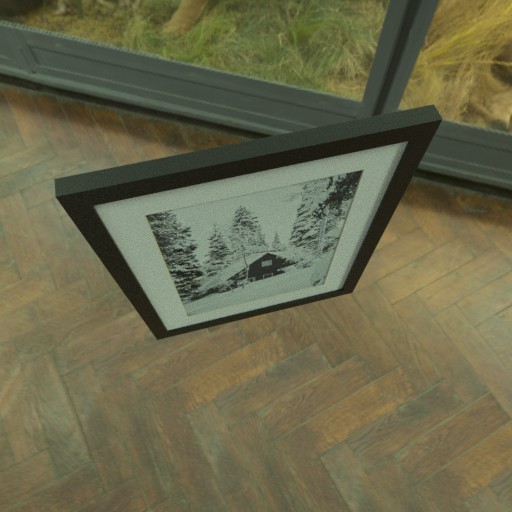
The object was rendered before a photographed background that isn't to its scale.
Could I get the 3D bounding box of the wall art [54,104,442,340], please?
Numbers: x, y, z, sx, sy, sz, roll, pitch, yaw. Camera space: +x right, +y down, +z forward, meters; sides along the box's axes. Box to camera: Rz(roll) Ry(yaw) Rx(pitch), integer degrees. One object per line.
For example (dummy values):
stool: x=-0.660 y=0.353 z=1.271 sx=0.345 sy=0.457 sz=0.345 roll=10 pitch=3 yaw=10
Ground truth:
wall art: x=0.000 y=0.000 z=0.542 sx=0.325 sy=0.397 sz=0.018 roll=-13 pitch=64 yaw=-6
